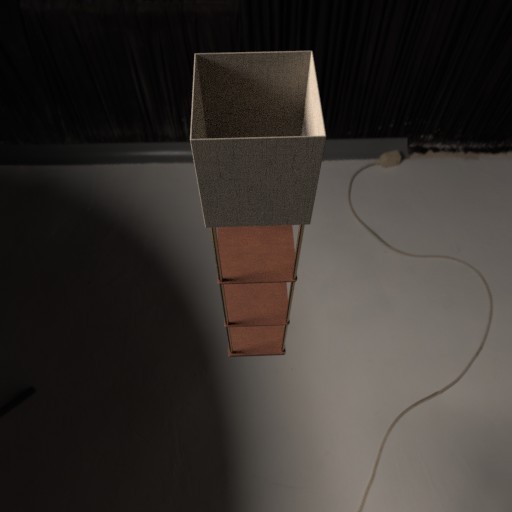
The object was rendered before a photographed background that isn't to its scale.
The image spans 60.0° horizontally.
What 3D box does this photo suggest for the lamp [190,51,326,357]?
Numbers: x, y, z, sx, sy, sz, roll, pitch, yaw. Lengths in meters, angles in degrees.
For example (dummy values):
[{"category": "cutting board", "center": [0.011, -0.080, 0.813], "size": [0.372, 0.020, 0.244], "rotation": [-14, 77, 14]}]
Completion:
[{"category": "lamp", "center": [0.000, 0.000, 1.753], "size": [0.308, 1.569, 0.310], "rotation": [-2, 59, -1]}]
